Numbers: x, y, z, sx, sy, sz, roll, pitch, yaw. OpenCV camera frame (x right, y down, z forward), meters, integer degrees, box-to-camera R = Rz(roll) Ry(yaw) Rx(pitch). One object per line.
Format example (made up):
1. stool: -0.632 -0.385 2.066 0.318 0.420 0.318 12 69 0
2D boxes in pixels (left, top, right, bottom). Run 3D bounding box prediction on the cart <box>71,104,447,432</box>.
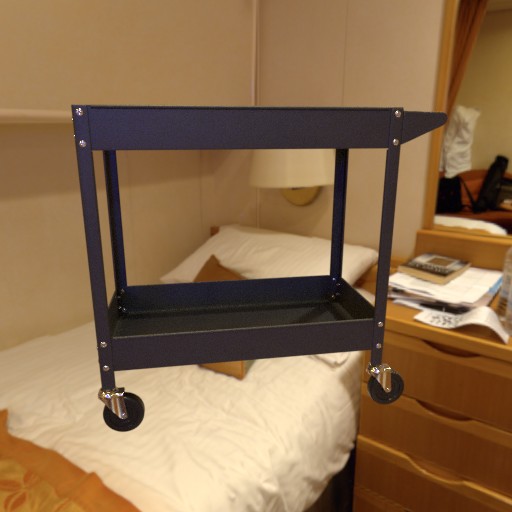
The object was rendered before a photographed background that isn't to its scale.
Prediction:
1. cart: 0.000 0.000 1.146 0.779 0.719 0.366 -3 16 -9
